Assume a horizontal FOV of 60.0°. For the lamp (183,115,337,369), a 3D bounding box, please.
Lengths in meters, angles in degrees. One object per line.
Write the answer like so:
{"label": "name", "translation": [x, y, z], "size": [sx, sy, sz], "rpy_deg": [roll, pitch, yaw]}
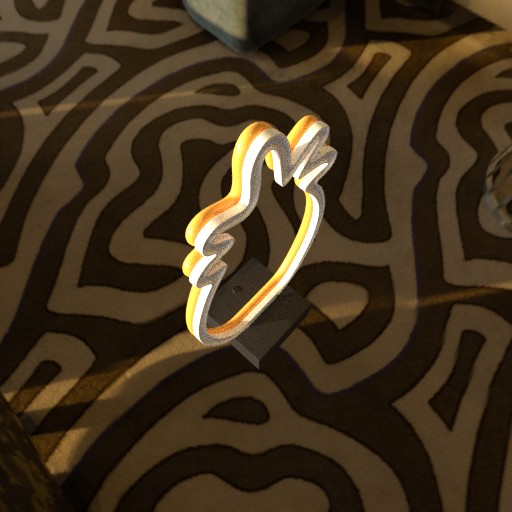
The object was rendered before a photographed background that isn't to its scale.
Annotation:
{"label": "lamp", "translation": [0.000, 0.000, 0.389], "size": [0.088, 0.317, 0.167], "rpy_deg": [39, 69, 18]}
